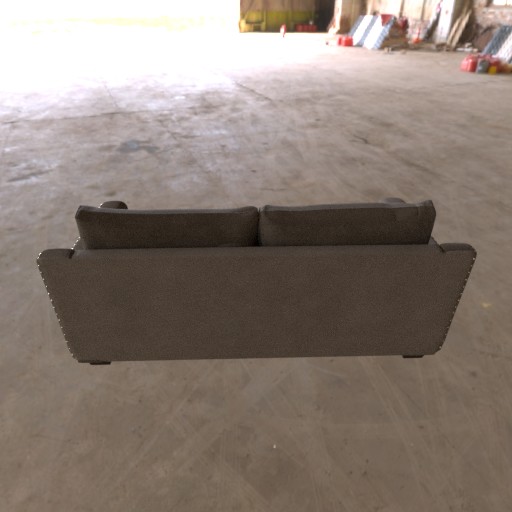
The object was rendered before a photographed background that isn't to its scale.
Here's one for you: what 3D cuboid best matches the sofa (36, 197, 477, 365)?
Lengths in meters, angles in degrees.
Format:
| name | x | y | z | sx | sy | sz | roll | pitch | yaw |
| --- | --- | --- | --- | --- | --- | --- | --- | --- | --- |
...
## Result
| name | x | y | z | sx | sy | sz | roll | pitch | yaw |
| --- | --- | --- | --- | --- | --- | --- | --- | --- | --- |
| sofa | 0.000 | 0.000 | 3.316 | 2.550 | 1.196 | 1.336 | -1 | 31 | -1 |
